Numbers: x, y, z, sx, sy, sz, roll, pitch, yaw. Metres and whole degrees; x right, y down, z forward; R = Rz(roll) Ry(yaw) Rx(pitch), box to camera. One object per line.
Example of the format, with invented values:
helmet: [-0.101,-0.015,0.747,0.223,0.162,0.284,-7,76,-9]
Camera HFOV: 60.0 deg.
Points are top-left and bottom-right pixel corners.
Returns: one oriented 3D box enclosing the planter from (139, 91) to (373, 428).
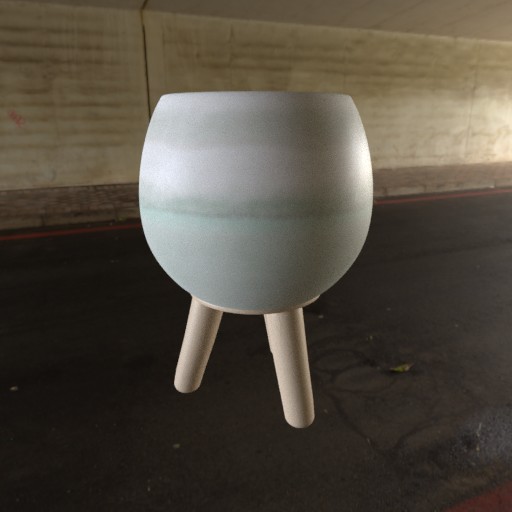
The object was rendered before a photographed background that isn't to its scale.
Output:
planter: [0.000,0.000,0.329,0.161,0.224,0.161,0,18,0]
